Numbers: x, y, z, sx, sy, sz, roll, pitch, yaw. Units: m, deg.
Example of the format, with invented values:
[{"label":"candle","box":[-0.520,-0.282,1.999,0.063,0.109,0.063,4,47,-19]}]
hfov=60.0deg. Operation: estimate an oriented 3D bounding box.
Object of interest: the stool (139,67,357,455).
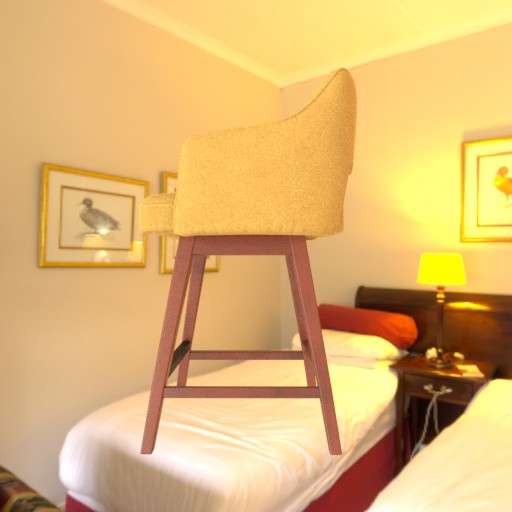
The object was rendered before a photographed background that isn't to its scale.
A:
[{"label":"stool","box":[0.000,0.000,1.260,0.558,0.924,0.548,0,0,0]}]
